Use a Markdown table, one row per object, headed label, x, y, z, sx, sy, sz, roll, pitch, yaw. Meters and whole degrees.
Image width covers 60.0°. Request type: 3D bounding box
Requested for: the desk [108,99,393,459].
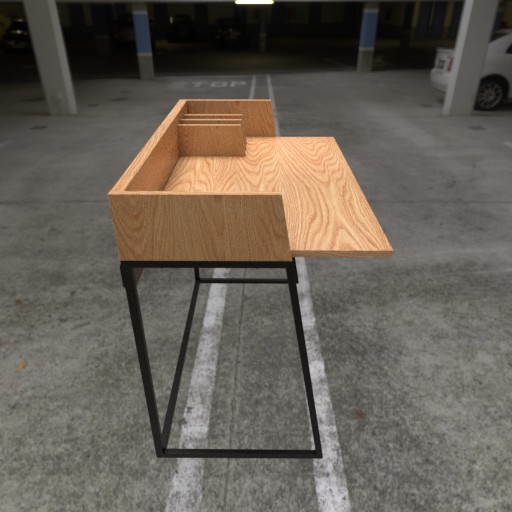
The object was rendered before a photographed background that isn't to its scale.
| label | x | y | z | sx | sy | sz | roll | pitch | yaw |
| --- | --- | --- | --- | --- | --- | --- | --- | --- | --- |
| desk | 0.000 | 0.000 | 1.905 | 0.769 | 1.061 | 1.191 | 0 | 30 | 0 |
